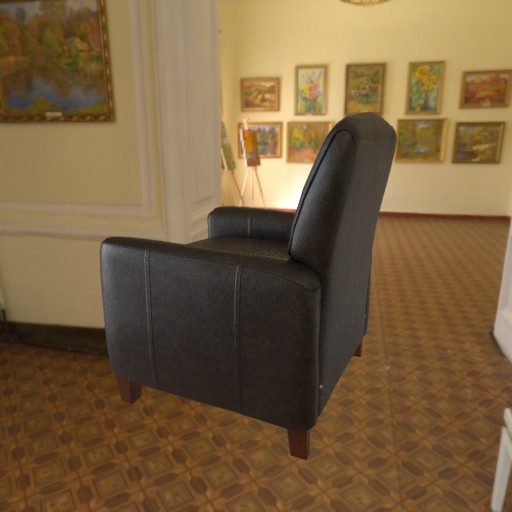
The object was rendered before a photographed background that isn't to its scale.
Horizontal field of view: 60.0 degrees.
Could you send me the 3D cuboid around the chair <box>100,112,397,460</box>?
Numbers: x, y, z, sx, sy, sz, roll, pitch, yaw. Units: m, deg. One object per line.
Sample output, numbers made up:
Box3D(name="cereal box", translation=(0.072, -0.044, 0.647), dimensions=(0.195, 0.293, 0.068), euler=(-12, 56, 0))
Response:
Box3D(name="chair", translation=(0.000, 0.000, 1.668), dimensions=(0.864, 1.014, 0.848), euler=(7, 17, 25))
